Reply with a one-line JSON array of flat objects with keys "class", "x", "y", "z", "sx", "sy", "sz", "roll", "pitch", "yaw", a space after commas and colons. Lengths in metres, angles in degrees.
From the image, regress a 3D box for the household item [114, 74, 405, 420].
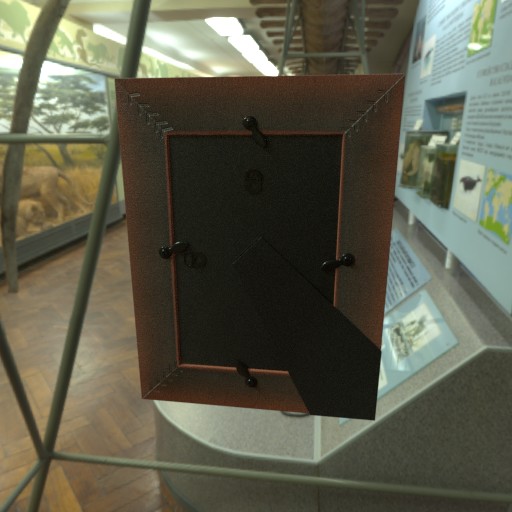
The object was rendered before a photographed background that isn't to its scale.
[{"class": "household item", "x": 0.000, "y": 0.000, "z": 0.289, "sx": 0.165, "sy": 0.216, "sz": 0.025, "roll": 2, "pitch": 16, "yaw": 8}]
